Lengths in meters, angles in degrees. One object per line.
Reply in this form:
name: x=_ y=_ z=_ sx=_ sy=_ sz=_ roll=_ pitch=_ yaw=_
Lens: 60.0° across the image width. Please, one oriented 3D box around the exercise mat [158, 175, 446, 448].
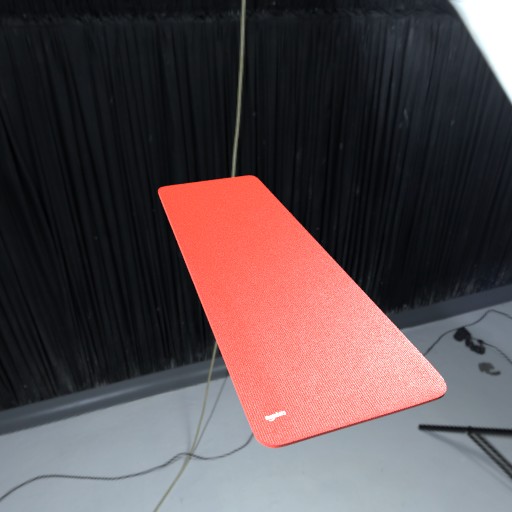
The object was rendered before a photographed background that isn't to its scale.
exercise mat: x=0.000 y=0.000 z=1.997 sx=0.616 sy=0.021 sz=1.869 roll=-10 pitch=33 yaw=-16
